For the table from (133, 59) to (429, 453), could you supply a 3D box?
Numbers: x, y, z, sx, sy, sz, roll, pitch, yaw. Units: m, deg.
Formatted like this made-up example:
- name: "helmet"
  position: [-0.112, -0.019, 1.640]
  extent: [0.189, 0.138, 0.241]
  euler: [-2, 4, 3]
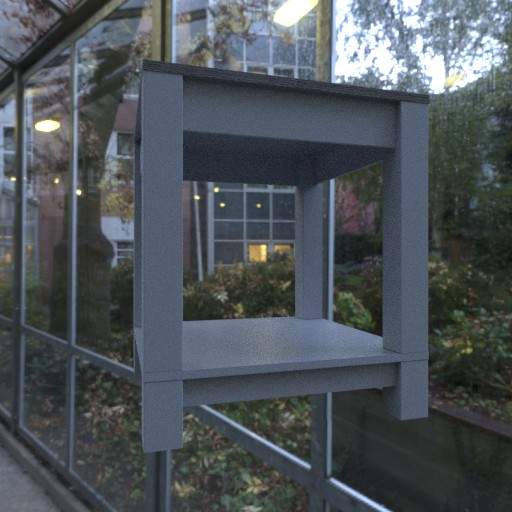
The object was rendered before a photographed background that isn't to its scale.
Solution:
- name: "table"
  position: [0.000, 0.000, 0.975]
  extent: [0.506, 0.587, 0.504]
  euler: [0, 0, -17]
